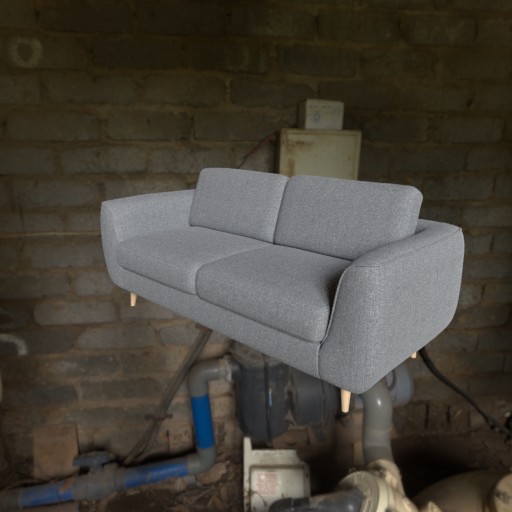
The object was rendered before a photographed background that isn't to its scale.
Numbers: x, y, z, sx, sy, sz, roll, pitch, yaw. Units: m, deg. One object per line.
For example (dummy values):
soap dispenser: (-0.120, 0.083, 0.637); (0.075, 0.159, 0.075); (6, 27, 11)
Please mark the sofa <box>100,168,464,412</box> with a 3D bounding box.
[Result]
sofa: (0.000, 0.000, 2.464); (2.000, 0.870, 0.920); (15, 22, 42)
